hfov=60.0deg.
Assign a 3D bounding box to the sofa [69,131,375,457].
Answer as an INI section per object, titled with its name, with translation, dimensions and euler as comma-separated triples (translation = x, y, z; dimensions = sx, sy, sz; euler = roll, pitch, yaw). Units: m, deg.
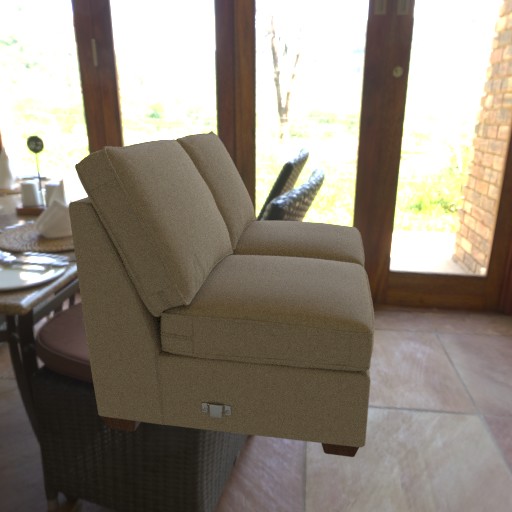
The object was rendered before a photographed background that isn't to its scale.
[sofa]
translation = 0.000, 0.000, 1.939
dimensions = 0.951, 1.008, 1.237
euler = 3, 18, 10
